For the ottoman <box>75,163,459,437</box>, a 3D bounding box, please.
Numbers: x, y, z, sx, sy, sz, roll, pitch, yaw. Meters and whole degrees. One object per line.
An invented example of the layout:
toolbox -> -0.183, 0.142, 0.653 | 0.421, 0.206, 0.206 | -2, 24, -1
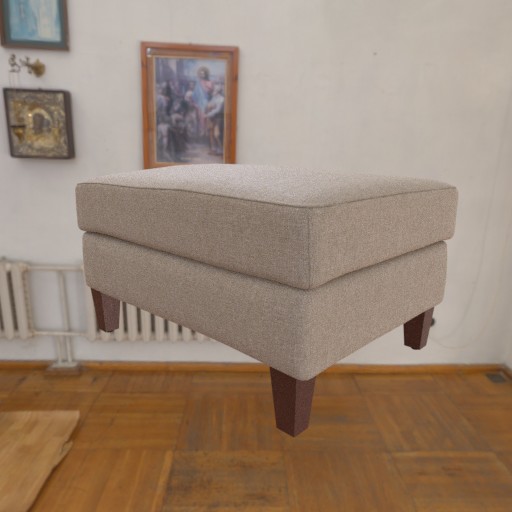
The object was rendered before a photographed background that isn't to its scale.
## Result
ottoman -> 0.000, 0.000, 1.287 | 0.898, 0.519, 0.677 | 12, 18, 43
